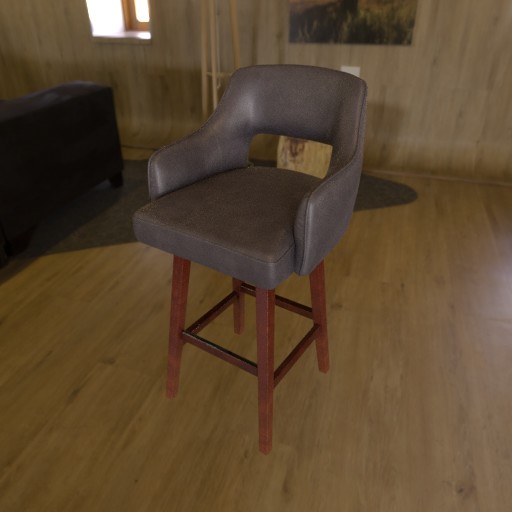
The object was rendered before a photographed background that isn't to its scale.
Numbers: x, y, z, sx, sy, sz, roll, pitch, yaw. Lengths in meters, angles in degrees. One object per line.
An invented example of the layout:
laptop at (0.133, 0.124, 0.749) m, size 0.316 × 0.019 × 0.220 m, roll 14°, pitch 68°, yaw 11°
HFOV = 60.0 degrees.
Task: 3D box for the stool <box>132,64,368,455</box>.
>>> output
stool at (0.000, 0.000, 1.378) m, size 0.550 × 1.041 × 0.560 m, roll 19°, pitch 35°, yaw 28°
